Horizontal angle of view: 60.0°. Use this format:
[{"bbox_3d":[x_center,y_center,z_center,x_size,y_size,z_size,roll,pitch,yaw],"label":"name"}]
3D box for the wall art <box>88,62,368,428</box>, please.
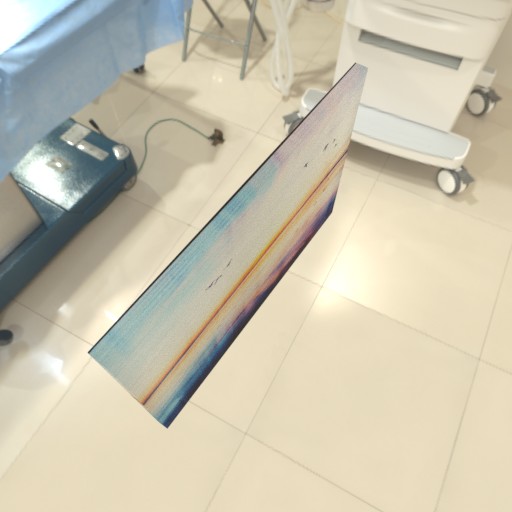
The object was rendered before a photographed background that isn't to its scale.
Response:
[{"bbox_3d":[0.000,0.000,1.172,0.037,0.605,0.911,31,64,17],"label":"wall art"}]
